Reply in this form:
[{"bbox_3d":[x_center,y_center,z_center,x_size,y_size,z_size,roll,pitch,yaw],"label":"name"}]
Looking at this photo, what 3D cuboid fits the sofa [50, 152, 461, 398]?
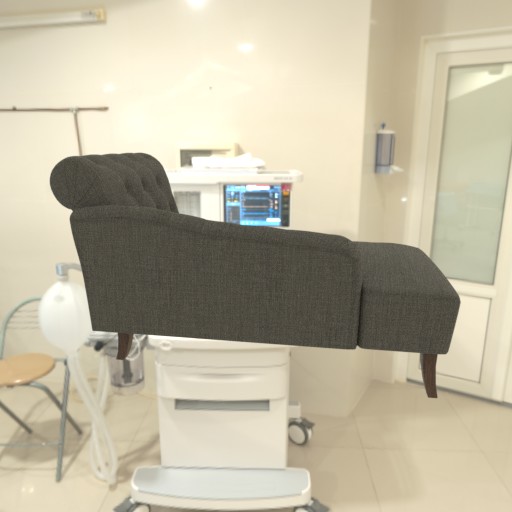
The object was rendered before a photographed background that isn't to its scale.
[{"bbox_3d":[0.000,0.000,1.759,1.379,0.787,0.675,2,15,9],"label":"sofa"}]
